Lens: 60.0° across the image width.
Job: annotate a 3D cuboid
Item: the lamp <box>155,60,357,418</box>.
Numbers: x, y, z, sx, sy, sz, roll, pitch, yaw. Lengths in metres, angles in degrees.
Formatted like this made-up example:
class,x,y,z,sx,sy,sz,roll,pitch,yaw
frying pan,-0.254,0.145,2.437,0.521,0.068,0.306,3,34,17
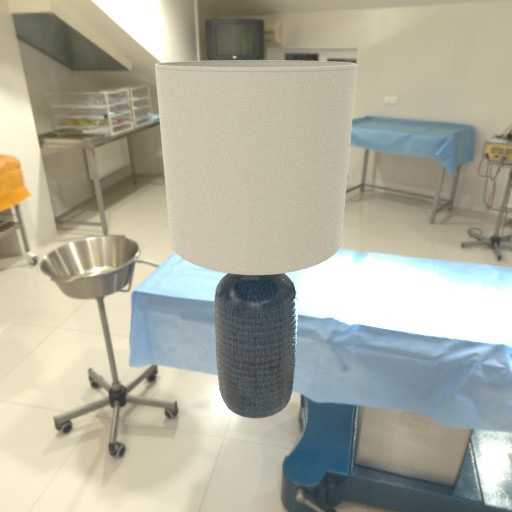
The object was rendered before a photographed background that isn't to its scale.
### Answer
class,x,y,z,sx,sy,sz,roll,pitch,yaw
lamp,0.000,0.000,0.595,0.220,0.475,0.220,8,26,17
